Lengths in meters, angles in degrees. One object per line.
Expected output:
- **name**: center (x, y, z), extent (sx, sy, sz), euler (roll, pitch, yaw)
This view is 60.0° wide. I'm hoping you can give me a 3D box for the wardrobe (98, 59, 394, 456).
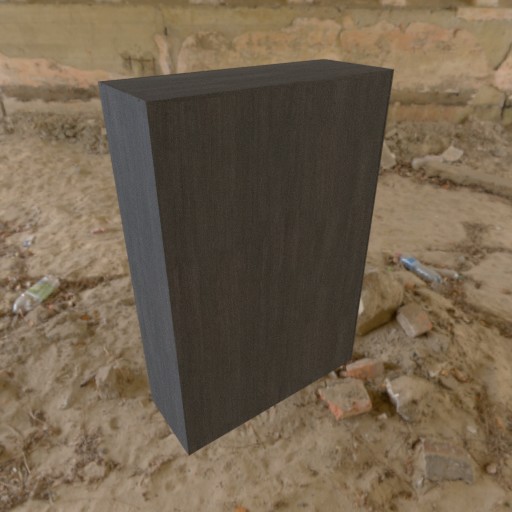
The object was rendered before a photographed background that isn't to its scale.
- **wardrobe**: center (0.000, 0.000, 2.496), extent (1.290, 1.910, 0.510), euler (-20, 36, -30)
